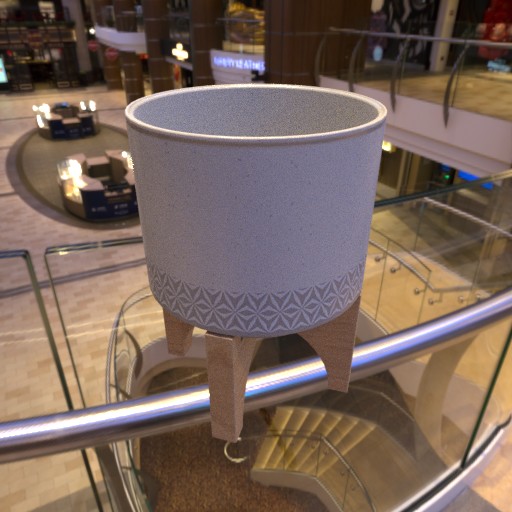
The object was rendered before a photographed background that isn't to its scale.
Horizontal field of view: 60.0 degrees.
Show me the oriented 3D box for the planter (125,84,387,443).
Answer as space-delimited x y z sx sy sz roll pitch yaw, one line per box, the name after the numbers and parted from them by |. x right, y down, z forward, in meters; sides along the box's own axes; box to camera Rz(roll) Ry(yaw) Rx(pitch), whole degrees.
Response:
0.000 0.000 0.269 0.130 0.178 0.130 0 30 0 | planter
